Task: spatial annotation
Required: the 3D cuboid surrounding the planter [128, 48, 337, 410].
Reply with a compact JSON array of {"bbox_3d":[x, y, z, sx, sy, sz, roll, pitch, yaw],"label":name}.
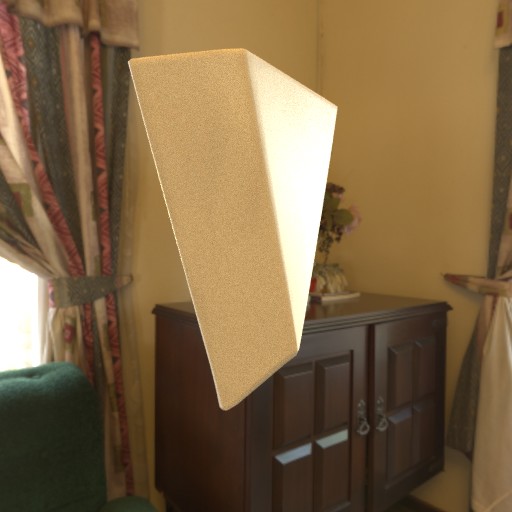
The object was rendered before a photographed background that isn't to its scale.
[{"bbox_3d":[0.000,0.000,0.268,0.060,0.197,0.150,0,1,35],"label":"planter"}]
